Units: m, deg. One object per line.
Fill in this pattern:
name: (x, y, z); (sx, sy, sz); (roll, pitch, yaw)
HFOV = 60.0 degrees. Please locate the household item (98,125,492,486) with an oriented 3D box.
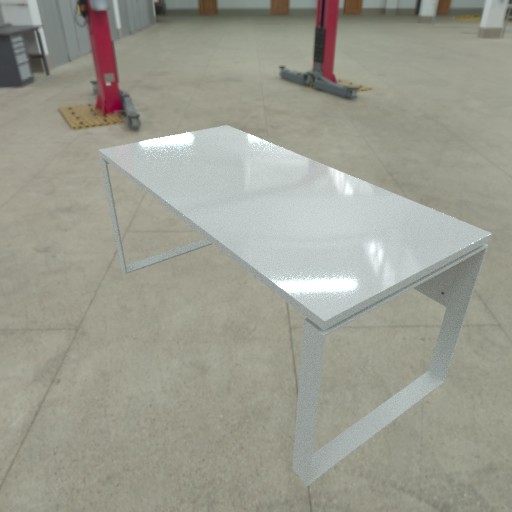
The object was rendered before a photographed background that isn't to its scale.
household item: (0.000, 0.000, 2.126); (0.800, 0.745, 1.700); (-21, 37, -30)
